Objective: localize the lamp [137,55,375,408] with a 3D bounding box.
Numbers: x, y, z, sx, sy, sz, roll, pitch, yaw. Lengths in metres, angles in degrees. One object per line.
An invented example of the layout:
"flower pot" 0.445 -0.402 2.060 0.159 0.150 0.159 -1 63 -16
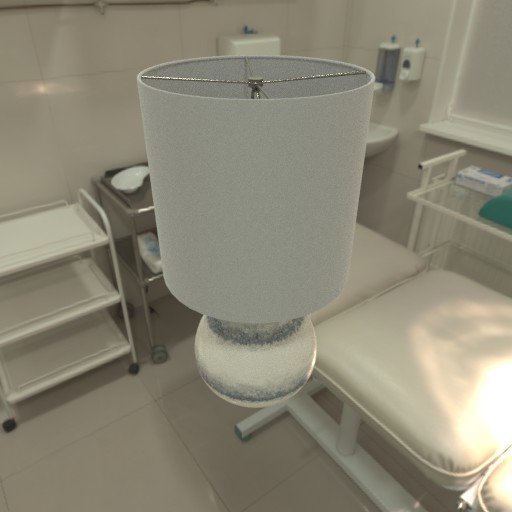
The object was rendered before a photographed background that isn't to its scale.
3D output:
"lamp" 0.000 0.000 0.520 0.216 0.404 0.216 -21 38 -30
